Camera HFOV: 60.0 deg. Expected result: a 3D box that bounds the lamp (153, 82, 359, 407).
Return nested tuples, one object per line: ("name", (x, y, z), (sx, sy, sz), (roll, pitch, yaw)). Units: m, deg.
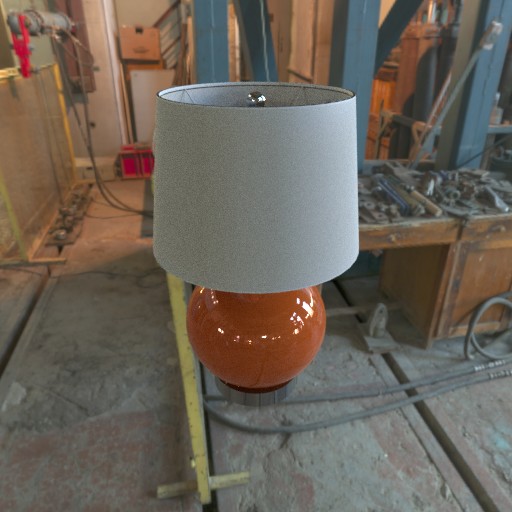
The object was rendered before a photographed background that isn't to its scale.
("lamp", (0.000, 0.000, 0.552), (0.247, 0.387, 0.247), (0, 27, 0))
